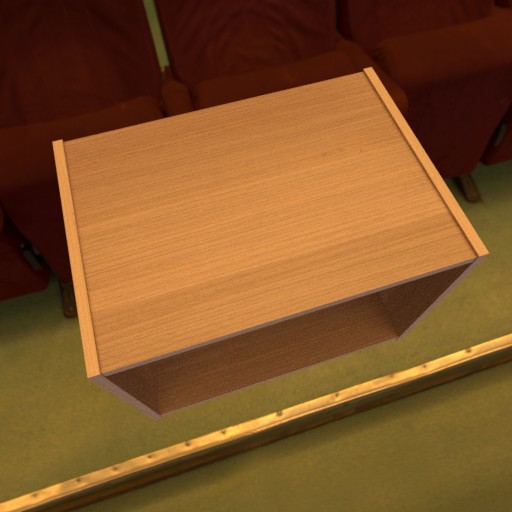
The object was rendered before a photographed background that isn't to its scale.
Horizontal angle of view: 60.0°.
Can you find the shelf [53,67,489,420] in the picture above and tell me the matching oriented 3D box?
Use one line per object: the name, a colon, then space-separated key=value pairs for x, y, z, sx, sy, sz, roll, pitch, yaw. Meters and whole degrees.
shelf: x=0.000 y=0.000 z=0.628 sx=0.415 sy=0.305 sz=0.290 roll=-16 pitch=64 yaw=-8
